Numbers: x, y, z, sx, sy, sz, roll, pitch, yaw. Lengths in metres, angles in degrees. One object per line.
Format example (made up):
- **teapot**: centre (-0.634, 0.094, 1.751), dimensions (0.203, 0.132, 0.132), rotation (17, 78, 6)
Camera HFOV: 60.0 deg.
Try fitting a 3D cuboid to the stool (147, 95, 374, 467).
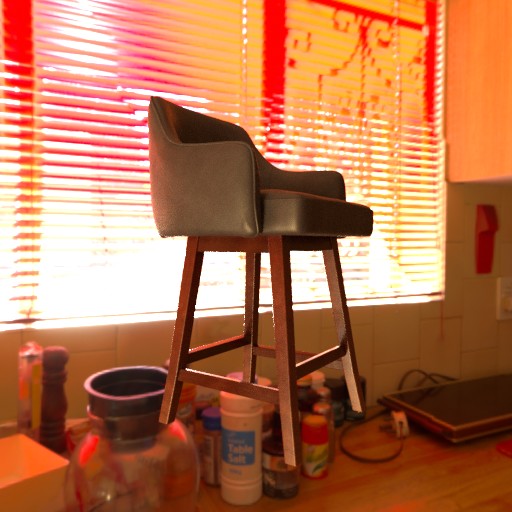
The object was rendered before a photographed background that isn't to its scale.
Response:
- **stool**: centre (0.000, 0.000, 1.298), dimensions (0.560, 0.936, 0.550), rotation (1, 2, 35)
